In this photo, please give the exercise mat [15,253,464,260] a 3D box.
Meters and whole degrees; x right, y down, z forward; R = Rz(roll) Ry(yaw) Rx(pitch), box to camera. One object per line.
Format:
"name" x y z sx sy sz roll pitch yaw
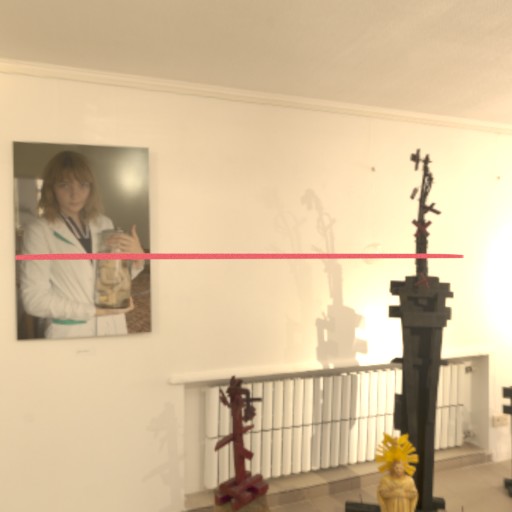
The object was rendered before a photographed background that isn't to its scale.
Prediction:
"exercise mat" 0.000 0.000 2.031 1.884 0.021 0.616 0 0 -20
